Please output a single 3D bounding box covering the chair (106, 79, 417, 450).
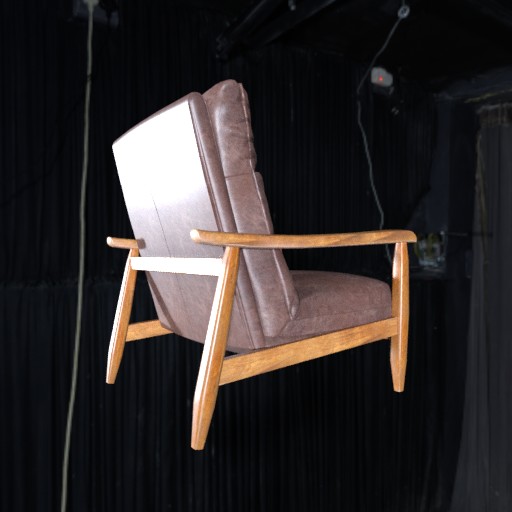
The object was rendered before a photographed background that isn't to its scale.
[{"bbox_3d":[0.000,0.000,1.526,0.830,0.897,0.782,0,0,-36],"label":"chair"}]
